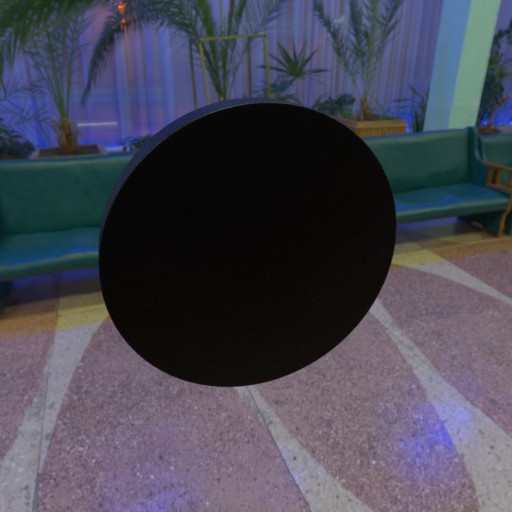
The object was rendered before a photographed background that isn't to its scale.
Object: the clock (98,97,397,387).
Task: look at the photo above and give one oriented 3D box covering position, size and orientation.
[{"bbox_3d":[0.000,0.000,0.468,0.314,0.314,0.040,-8,26,-16],"label":"clock"}]
